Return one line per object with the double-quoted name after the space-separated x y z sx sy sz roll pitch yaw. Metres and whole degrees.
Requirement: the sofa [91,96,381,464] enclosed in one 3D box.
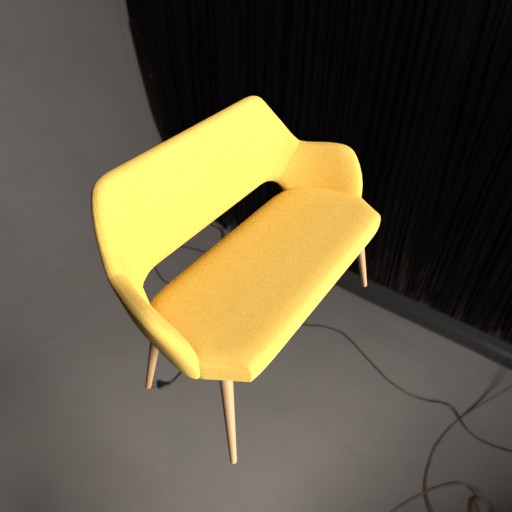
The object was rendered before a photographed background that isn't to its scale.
0.000 0.000 1.644 0.610 0.840 1.150 25 47 26 "sofa"
